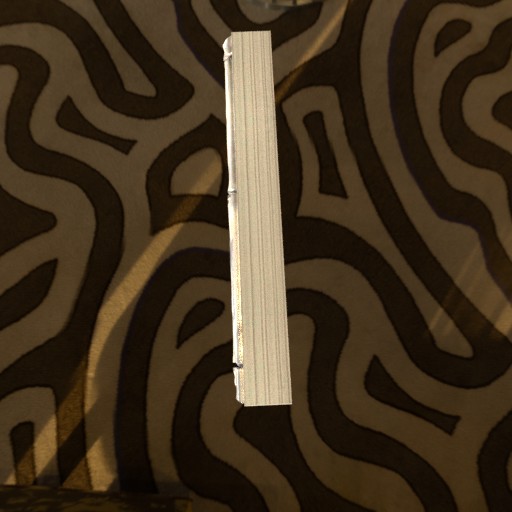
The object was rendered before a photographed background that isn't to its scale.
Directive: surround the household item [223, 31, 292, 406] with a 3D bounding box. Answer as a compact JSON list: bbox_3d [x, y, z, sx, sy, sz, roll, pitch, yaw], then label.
[{"bbox_3d":[0.000,0.000,0.292,0.025,0.216,0.165,-2,77,-1],"label":"household item"}]
